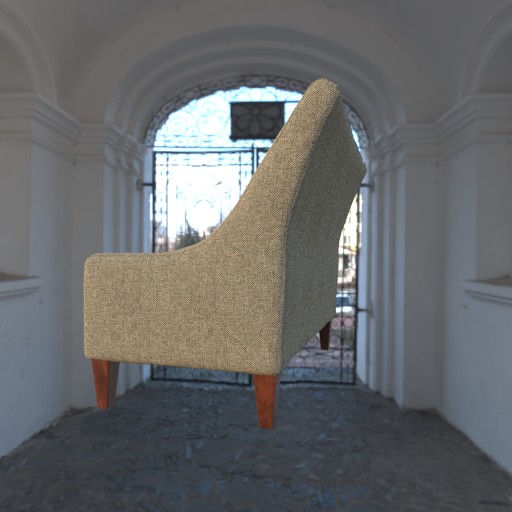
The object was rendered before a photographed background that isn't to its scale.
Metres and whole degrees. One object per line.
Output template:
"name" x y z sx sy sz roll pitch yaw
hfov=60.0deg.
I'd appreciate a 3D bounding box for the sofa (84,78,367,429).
"sofa" 0.000 0.000 1.935 0.870 1.021 1.242 0 0 18
